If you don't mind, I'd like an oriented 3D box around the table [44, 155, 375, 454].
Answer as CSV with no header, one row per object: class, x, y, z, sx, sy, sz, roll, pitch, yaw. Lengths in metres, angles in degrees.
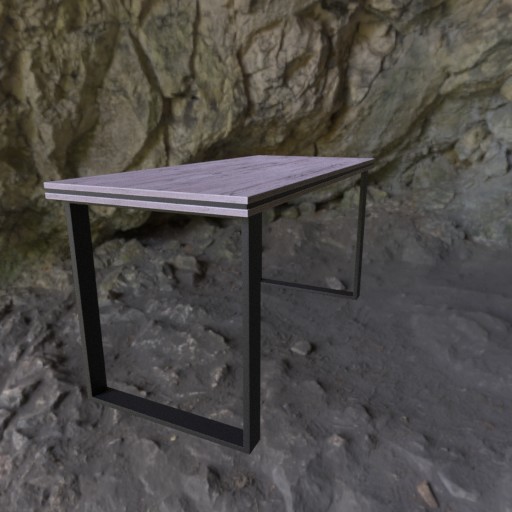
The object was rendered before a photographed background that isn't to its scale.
table,0.000,0.000,2.278,0.795,0.899,1.778,8,18,24
